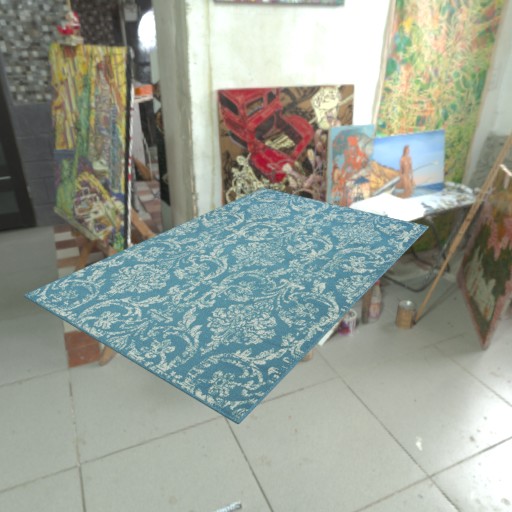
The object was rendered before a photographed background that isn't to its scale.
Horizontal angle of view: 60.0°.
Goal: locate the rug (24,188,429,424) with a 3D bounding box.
[{"bbox_3d":[0.000,0.000,3.448,1.816,0.018,2.746,19,33,32],"label":"rug"}]
